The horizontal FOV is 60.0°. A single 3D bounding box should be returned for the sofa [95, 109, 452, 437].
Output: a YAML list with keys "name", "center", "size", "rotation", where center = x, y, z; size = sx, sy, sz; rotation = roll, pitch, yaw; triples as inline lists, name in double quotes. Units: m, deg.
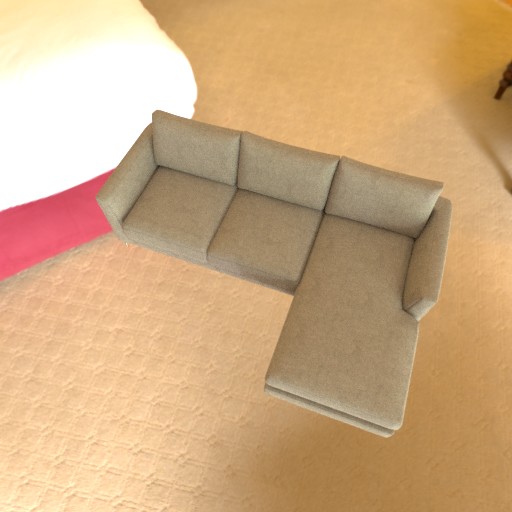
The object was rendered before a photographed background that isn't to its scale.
- name: "sofa"
  center: [0.000, 0.000, 3.142]
  size: [2.438, 0.864, 1.626]
  rotation: [17, 60, 10]
